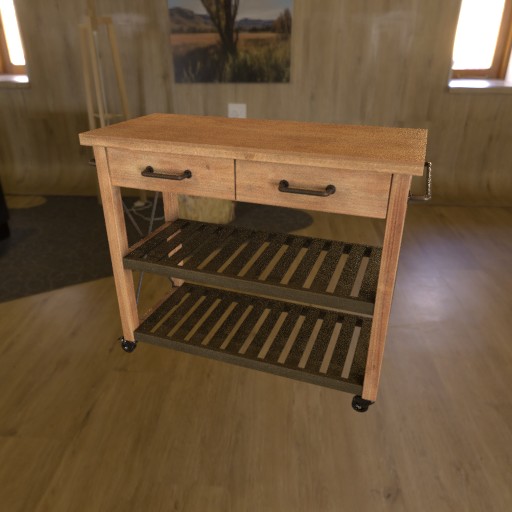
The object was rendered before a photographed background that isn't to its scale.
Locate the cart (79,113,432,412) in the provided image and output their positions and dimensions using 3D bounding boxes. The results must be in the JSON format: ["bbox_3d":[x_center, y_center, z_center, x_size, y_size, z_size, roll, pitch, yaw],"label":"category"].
[{"bbox_3d":[0.000,0.000,1.011,0.686,0.554,0.298,9,28,18],"label":"cart"}]
